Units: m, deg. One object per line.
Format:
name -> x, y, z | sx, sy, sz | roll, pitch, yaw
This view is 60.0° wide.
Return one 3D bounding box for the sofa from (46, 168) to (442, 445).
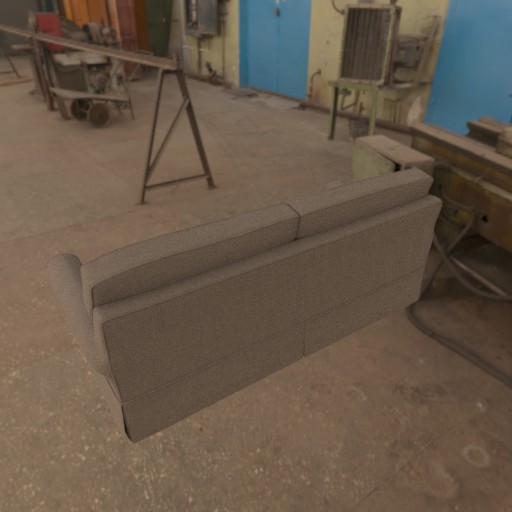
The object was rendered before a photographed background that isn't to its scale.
sofa -> 0.000, 0.000, 2.718 | 2.248, 0.943, 0.991 | -19, 35, -29
